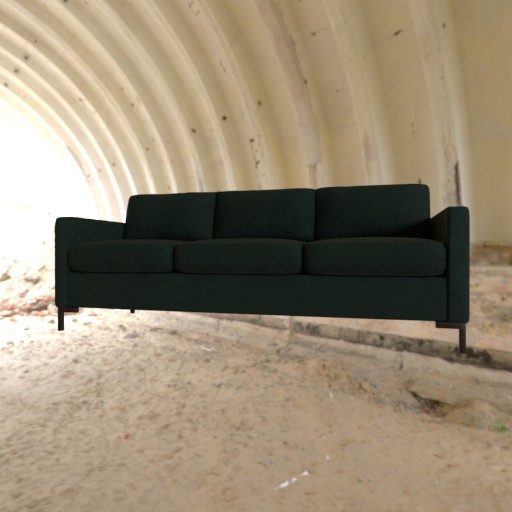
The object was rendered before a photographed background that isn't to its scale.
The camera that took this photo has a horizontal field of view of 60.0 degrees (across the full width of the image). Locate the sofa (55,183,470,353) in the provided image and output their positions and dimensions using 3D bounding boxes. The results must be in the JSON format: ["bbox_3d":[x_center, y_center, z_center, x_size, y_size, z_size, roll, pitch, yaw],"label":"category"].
[{"bbox_3d":[0.000,0.000,2.666,2.218,0.870,0.859,0,0,16],"label":"sofa"}]
